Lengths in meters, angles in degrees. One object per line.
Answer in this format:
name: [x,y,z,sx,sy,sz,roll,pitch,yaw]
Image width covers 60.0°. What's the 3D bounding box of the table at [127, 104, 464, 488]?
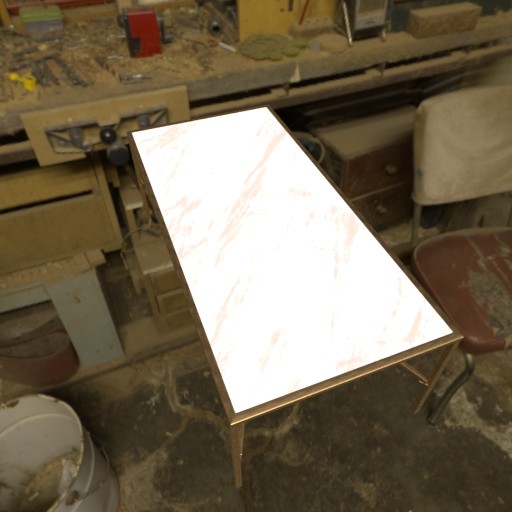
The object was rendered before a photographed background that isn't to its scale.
table: [0.000,0.000,1.490,0.577,0.405,1.197,-16,48,-15]
